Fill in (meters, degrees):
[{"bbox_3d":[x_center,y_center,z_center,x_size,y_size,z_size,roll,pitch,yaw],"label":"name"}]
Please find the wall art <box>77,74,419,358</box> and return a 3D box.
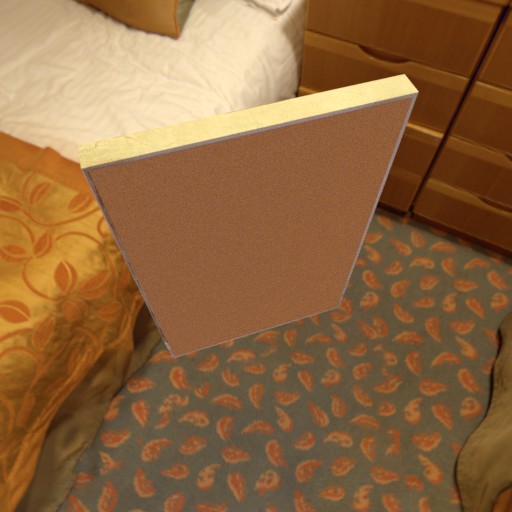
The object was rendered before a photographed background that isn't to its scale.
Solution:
[{"bbox_3d":[0.000,0.000,0.771,0.403,0.607,0.036,-15,59,-9],"label":"wall art"}]
